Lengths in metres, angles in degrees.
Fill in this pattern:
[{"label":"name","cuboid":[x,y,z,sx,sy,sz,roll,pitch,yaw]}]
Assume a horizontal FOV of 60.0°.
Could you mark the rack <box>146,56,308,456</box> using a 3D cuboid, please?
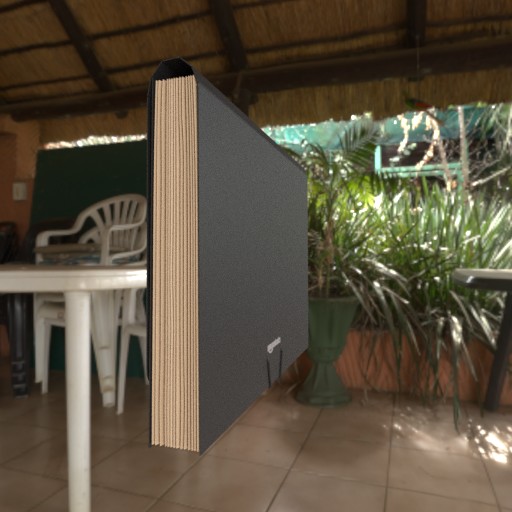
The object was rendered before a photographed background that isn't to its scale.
[{"label":"rack","cuboid":[0.000,0.000,0.426,0.041,0.241,0.330,0,0,18]}]
